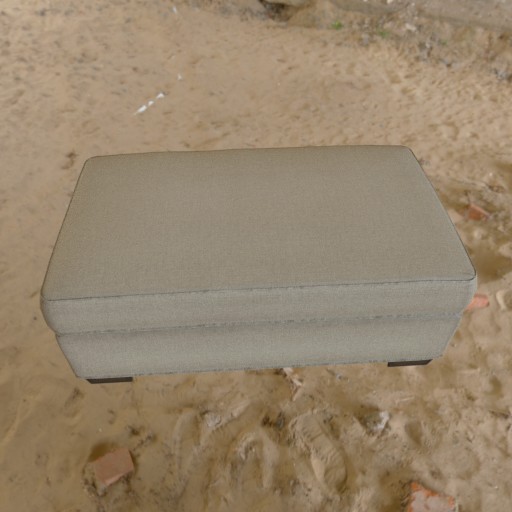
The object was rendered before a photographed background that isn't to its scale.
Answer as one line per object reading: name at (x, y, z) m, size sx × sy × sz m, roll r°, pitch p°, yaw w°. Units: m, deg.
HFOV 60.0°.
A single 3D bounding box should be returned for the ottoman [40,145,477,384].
ottoman at (0.000, 0.000, 1.397) m, size 1.097 × 0.461 × 0.617 m, roll -3°, pitch 47°, yaw -2°
